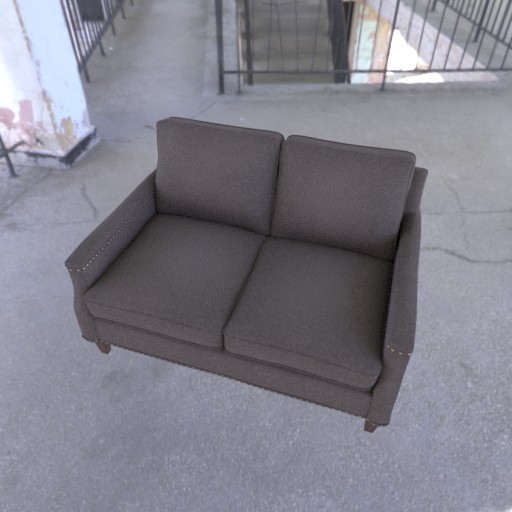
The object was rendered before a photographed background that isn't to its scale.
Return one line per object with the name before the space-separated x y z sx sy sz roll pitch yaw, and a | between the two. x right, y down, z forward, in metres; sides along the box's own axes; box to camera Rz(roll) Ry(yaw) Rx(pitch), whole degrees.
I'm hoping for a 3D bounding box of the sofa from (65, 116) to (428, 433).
sofa | 0.000 0.000 2.288 1.597 1.003 1.084 12 43 13
